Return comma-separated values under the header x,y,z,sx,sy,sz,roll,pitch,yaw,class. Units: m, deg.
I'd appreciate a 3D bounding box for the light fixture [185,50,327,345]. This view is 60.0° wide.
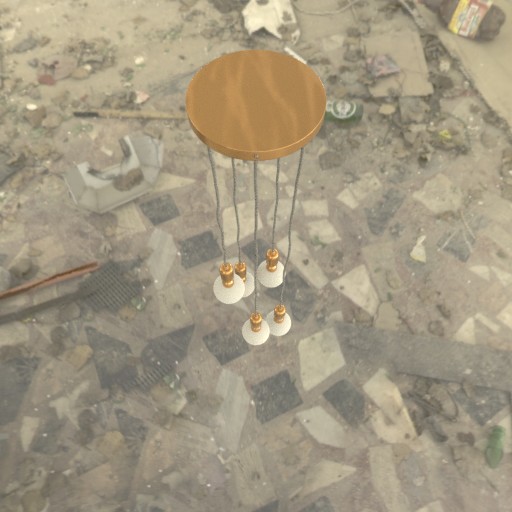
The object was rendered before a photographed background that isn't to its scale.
x,y,z,sx,sy,sz,roll,pitch,yaw,class
0.000,0.000,0.503,0.108,0.457,0.105,0,62,0,light fixture
